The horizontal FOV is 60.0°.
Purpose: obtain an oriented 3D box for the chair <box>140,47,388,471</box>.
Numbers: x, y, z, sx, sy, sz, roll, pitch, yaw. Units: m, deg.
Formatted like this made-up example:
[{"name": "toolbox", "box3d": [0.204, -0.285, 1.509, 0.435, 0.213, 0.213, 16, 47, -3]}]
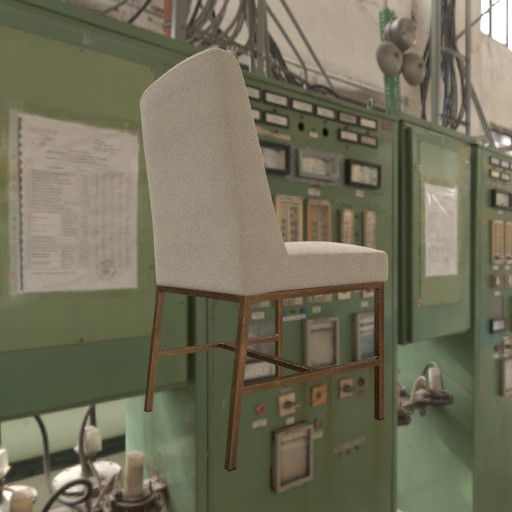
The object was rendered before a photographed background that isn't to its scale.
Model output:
[{"name": "chair", "box3d": [0.000, 0.000, 1.294, 0.597, 0.933, 0.503, 0, 0, -36]}]
